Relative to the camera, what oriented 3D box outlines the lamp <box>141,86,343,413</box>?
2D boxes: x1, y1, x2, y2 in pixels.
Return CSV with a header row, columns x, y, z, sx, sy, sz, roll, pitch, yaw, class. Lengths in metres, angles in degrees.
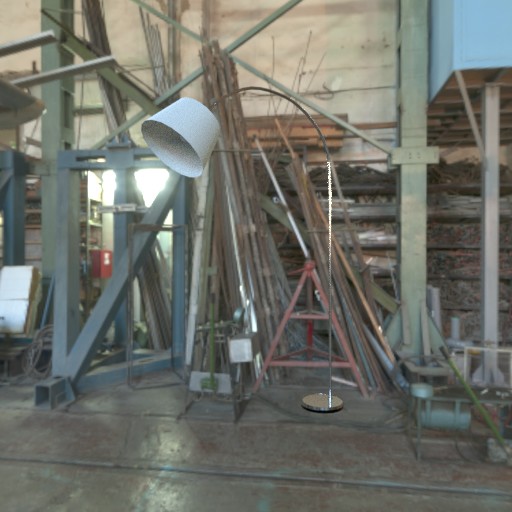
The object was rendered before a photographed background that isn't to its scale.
x,y,z,sx,sy,sz,roll,pitch,yaw,class
0.000,0.000,2.738,1.445,2.098,0.406,0,1,-37,lamp
